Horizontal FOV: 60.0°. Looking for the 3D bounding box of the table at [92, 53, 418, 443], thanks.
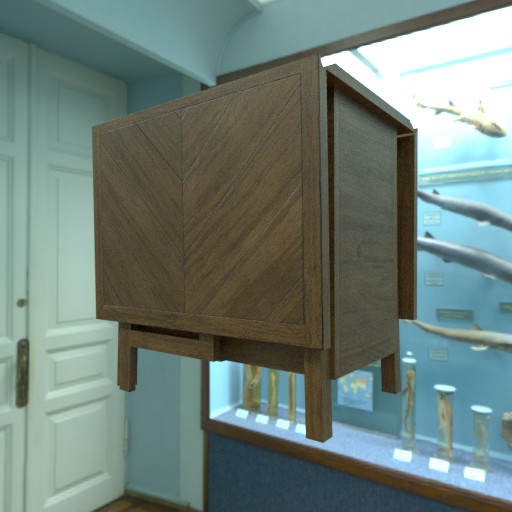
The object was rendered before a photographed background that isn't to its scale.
[{"bbox_3d":[0.000,0.000,1.287,0.746,0.763,0.591,-1,-1,37],"label":"table"}]
